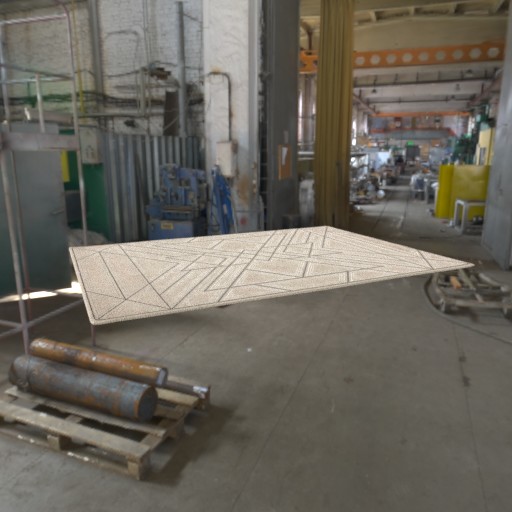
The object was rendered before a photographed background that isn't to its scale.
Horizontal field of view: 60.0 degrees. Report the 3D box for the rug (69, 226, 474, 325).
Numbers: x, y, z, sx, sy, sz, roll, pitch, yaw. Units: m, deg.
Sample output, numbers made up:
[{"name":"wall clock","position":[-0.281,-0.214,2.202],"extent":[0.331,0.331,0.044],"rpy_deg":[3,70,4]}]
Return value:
[{"name":"rug","position":[0.000,0.000,4.483],"extent":[3.381,0.026,2.436],"rpy_deg":[-6,15,-25]}]
